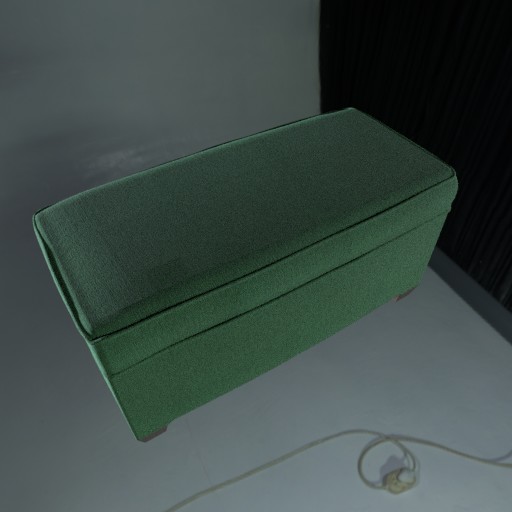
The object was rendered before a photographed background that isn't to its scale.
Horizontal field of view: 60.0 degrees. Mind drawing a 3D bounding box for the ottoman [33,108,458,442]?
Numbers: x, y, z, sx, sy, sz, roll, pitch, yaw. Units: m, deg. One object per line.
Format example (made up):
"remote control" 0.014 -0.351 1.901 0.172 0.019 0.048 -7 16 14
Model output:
"ottoman" 0.000 0.000 1.201 0.957 0.471 0.483 -24 50 -22
